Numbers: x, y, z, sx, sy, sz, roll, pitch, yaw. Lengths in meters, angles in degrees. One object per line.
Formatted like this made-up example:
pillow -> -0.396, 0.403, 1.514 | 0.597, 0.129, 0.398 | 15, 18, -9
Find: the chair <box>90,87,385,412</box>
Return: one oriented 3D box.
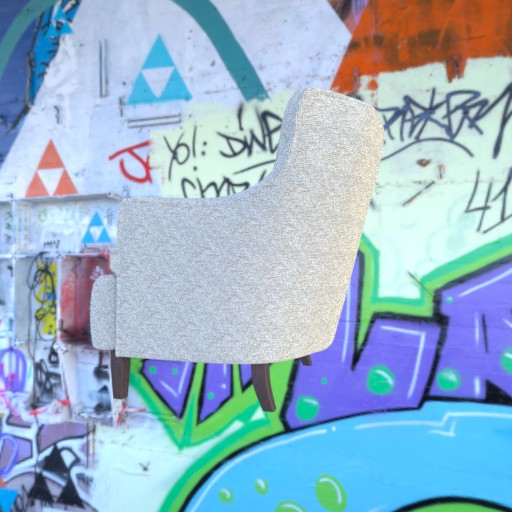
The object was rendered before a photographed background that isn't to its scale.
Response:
chair -> 0.000, 0.000, 1.662 | 0.910, 0.920, 0.820 | 0, 0, 18
